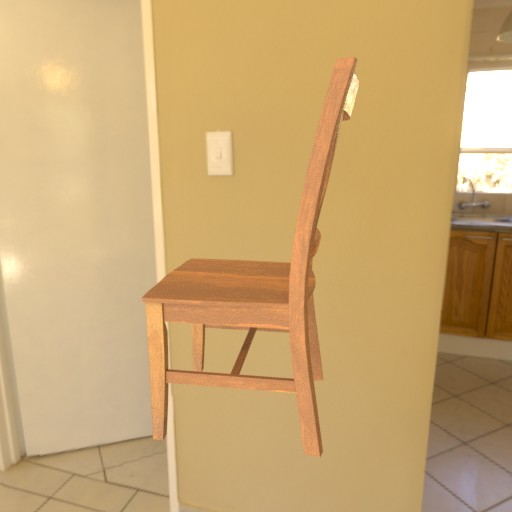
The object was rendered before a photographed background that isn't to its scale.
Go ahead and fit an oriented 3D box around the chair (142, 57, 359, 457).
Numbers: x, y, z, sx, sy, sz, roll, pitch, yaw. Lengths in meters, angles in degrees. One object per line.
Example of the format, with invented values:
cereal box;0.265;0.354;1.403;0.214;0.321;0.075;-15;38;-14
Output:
chair;0.000;0.000;1.307;0.542;0.983;0.485;2;13;8
